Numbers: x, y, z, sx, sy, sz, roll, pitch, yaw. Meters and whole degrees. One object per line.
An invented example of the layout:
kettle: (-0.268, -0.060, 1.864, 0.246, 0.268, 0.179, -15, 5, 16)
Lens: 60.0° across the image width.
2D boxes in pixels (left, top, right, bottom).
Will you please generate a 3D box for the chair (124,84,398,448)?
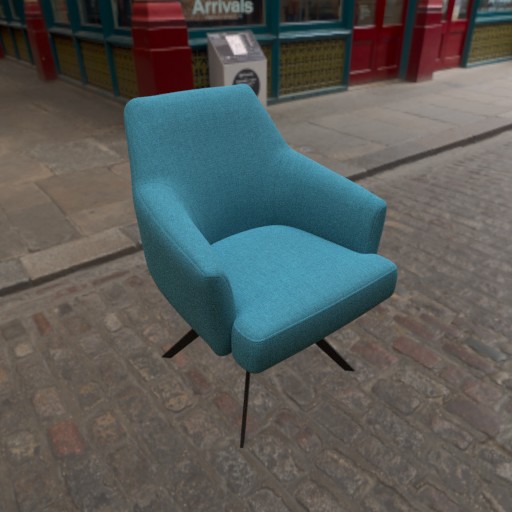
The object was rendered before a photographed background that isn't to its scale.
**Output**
chair: (0.000, 0.000, 1.343, 0.642, 0.874, 0.677, -22, 37, -32)
